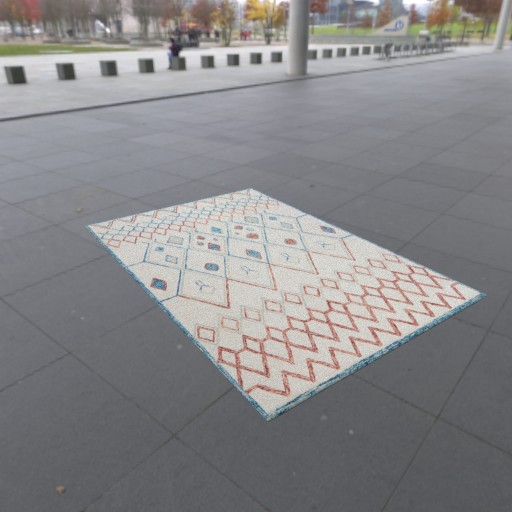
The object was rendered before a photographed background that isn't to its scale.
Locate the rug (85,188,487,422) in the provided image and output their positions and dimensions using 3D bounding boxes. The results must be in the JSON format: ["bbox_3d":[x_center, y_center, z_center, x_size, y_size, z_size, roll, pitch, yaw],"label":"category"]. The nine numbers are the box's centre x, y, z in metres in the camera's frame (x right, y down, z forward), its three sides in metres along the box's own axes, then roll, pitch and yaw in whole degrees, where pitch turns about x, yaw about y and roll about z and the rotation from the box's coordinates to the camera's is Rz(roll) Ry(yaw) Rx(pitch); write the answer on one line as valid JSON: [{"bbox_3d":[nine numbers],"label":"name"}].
[{"bbox_3d":[0.000,0.000,2.317,1.219,0.016,1.829,-18,32,-31],"label":"rug"}]
